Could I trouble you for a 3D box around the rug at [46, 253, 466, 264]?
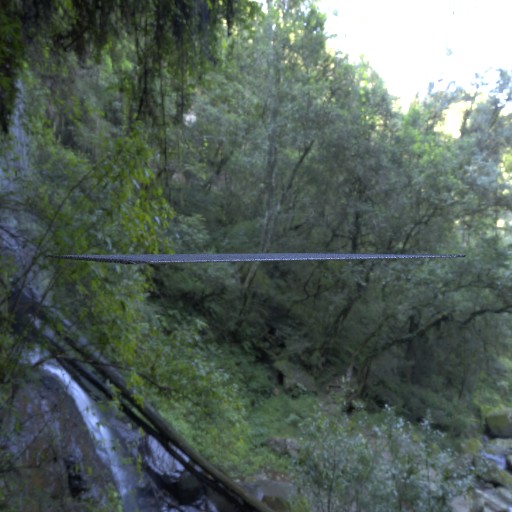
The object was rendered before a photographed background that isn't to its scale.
[{"bbox_3d":[0.000,0.000,2.962,2.312,0.017,1.613,-1,1,-35],"label":"rug"}]
